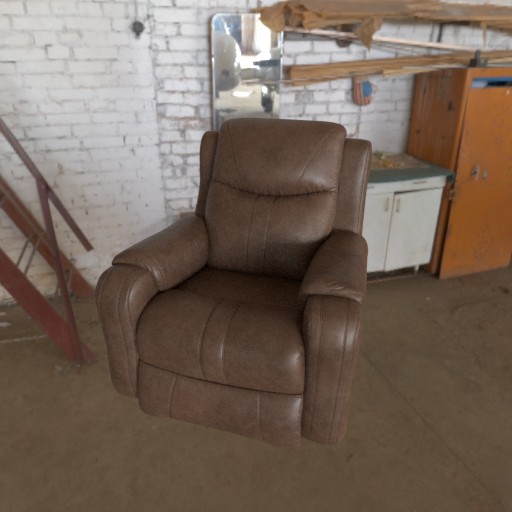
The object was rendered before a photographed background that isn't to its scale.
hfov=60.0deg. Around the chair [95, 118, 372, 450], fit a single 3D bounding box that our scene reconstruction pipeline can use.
[{"bbox_3d":[0.000,0.000,1.835,0.940,0.990,1.067,8,26,16],"label":"chair"}]
